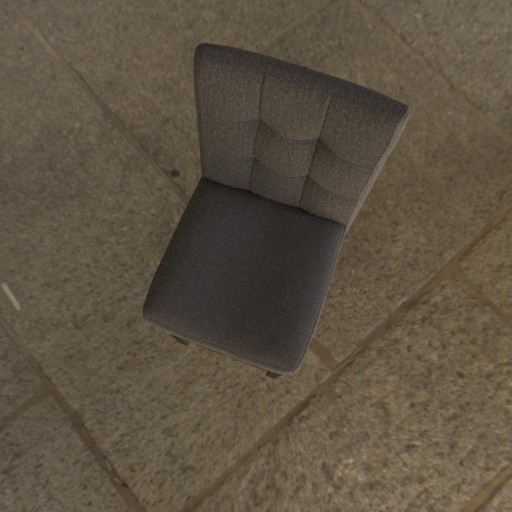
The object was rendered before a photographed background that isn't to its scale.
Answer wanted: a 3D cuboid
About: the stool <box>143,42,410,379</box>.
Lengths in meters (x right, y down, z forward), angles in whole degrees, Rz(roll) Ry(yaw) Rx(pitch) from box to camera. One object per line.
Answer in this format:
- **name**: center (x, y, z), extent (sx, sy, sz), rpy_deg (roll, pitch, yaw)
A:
- **stool**: center (0.000, 0.000, 1.187), extent (0.427, 0.885, 0.571), rpy_deg (19, 77, 5)
